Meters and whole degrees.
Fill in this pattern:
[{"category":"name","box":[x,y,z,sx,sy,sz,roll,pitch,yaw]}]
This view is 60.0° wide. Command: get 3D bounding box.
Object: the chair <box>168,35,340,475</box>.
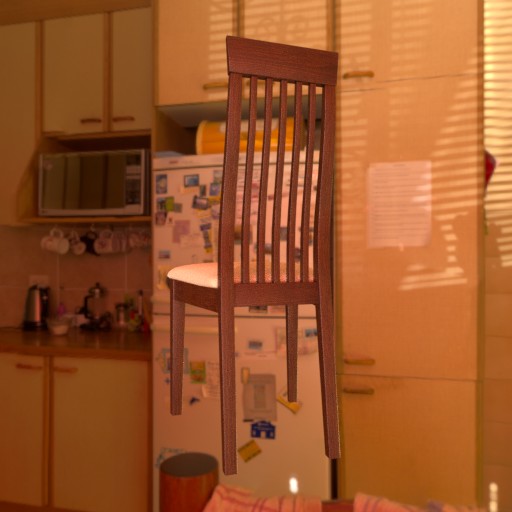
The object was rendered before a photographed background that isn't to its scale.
[{"category":"chair","box":[0.000,0.000,1.296,0.460,1.027,0.474,0,0,-18]}]
